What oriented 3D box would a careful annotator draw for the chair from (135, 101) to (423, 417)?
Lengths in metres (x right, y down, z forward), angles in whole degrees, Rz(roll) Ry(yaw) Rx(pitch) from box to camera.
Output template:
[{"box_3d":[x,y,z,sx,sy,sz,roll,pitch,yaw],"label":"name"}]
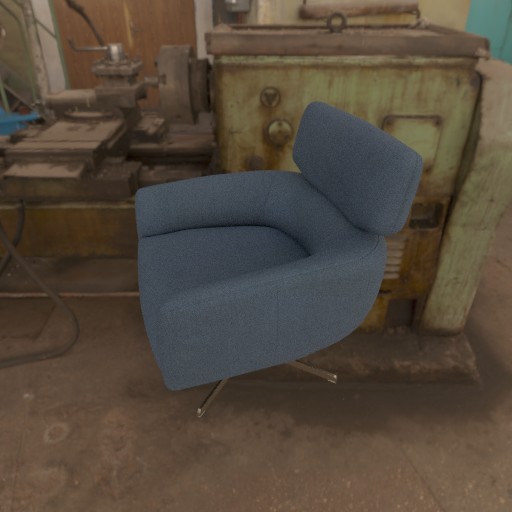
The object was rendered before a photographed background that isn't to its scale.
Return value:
[{"box_3d":[0.000,0.000,1.433,0.761,0.813,0.738,-9,33,-15],"label":"chair"}]
